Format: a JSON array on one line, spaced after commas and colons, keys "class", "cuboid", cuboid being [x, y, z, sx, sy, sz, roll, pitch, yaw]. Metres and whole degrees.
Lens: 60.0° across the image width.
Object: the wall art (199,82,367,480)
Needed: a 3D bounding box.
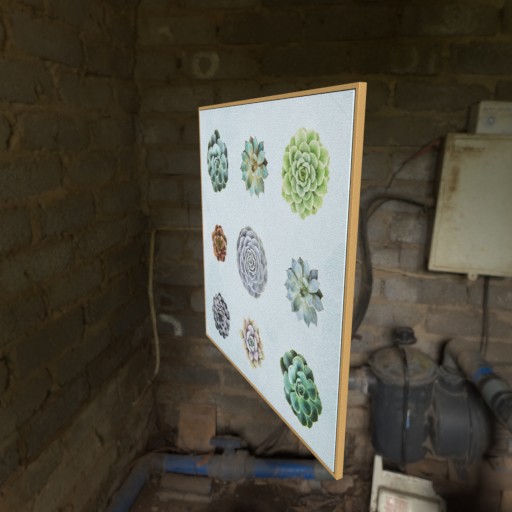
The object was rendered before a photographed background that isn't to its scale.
[{"class": "wall art", "cuboid": [0.000, 0.000, 0.979, 0.014, 0.655, 0.657, -8, 17, -26]}]
